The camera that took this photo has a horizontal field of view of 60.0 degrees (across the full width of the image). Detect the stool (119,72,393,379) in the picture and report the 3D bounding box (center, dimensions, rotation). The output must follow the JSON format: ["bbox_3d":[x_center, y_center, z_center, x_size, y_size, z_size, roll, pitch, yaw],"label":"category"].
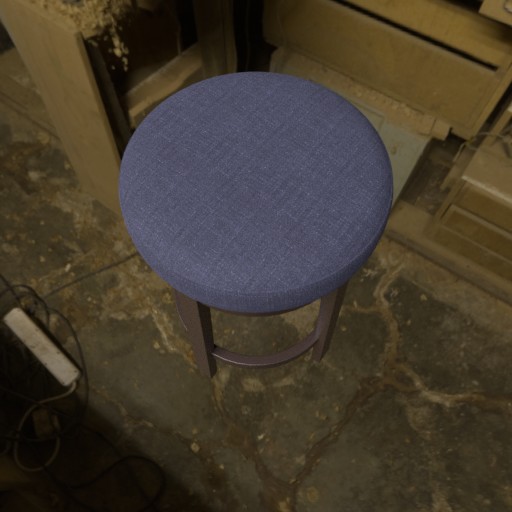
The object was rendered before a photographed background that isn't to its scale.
[{"bbox_3d":[0.000,0.000,0.949,0.449,0.655,0.449,0,63,0],"label":"stool"}]
